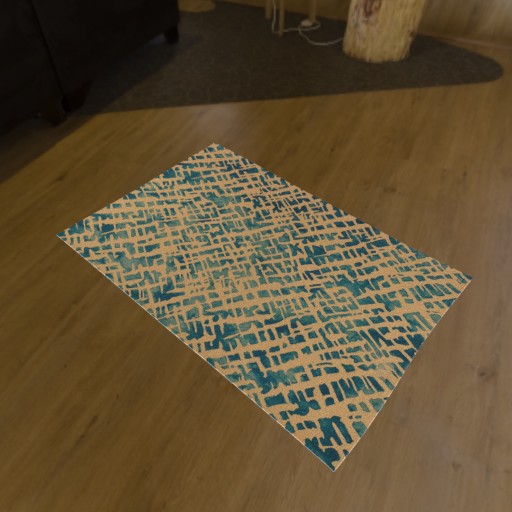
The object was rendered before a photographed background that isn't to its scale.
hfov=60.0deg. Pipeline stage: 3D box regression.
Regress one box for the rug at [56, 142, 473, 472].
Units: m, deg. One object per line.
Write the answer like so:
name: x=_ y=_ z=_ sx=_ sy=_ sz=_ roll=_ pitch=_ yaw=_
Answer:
rug: x=0.000 y=0.000 z=2.302 sx=1.830 sy=0.011 sz=1.209 roll=33 pitch=55 yaw=27
